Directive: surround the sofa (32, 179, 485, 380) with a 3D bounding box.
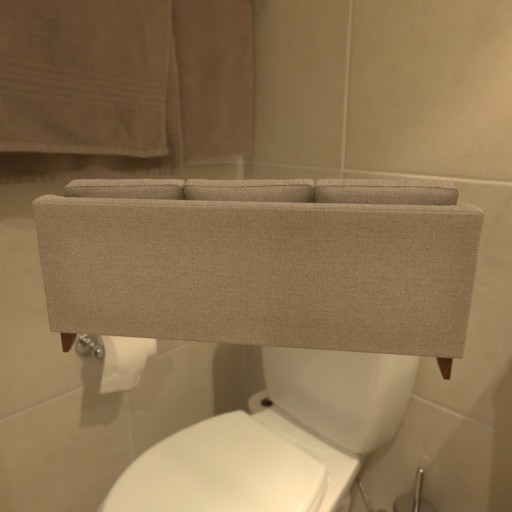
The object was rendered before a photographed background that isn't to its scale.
[{"bbox_3d":[0.000,0.000,2.445,2.031,0.914,0.865,2,16,8],"label":"sofa"}]
